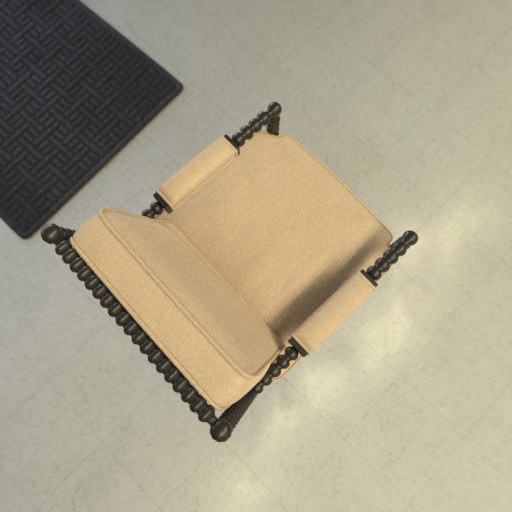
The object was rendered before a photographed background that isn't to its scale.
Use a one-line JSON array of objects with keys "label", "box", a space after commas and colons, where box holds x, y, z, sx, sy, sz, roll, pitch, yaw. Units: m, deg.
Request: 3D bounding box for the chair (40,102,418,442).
[{"label": "chair", "box": [0.000, 0.000, 1.177, 0.657, 0.703, 0.555, -42, 80, -9]}]
